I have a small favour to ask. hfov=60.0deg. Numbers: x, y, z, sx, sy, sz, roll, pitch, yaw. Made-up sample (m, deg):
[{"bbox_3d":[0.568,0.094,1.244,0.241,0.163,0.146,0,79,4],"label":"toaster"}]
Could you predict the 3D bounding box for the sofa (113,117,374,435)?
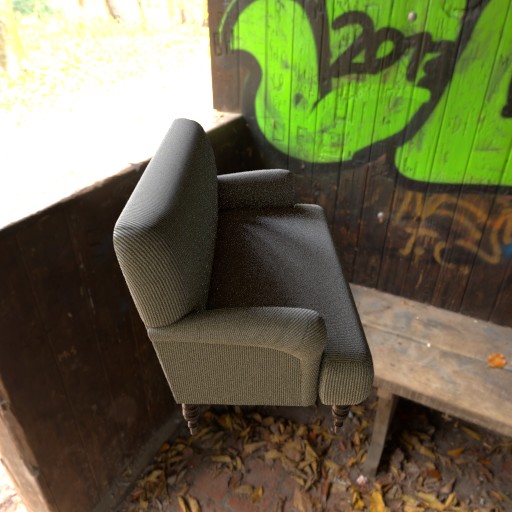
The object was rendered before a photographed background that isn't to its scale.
[{"bbox_3d":[0.000,0.000,1.885,0.779,0.889,1.297,0,32,0],"label":"sofa"}]
